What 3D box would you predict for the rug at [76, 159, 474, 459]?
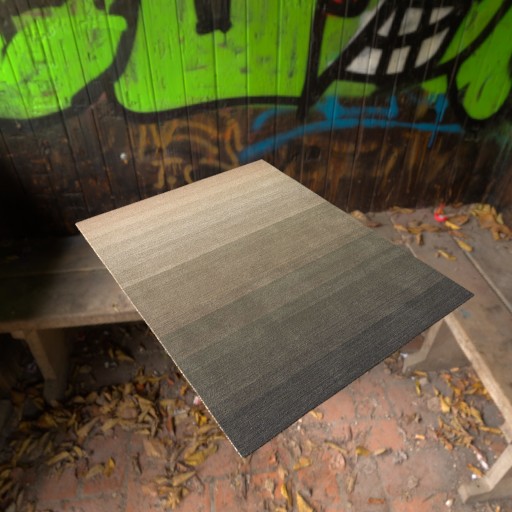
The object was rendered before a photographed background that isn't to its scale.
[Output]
[{"bbox_3d":[0.000,0.000,4.019,2.315,0.015,2.932,-25,46,-27],"label":"rug"}]
